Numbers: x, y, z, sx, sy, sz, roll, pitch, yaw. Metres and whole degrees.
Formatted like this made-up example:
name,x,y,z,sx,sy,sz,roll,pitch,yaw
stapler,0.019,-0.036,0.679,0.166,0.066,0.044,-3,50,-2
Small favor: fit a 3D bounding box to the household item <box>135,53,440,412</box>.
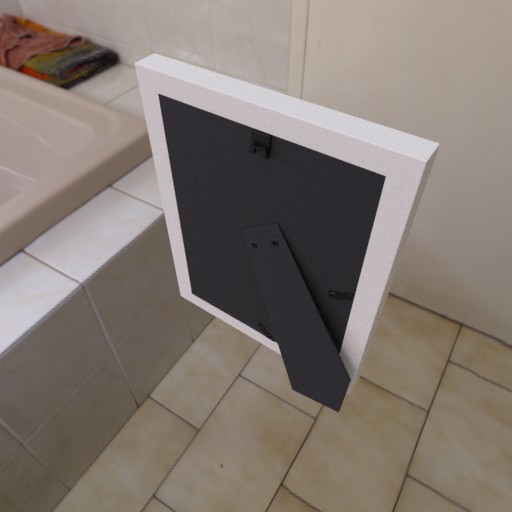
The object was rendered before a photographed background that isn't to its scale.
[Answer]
name,x,y,z,sx,sy,sz,roll,pitch,yaw
household item,0.000,0.000,0.345,0.200,0.250,0.045,26,52,23
